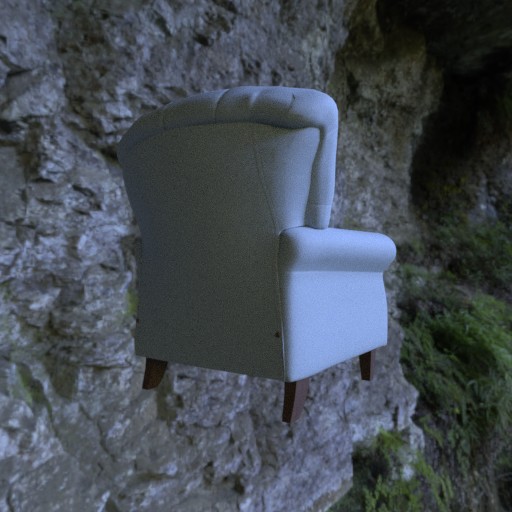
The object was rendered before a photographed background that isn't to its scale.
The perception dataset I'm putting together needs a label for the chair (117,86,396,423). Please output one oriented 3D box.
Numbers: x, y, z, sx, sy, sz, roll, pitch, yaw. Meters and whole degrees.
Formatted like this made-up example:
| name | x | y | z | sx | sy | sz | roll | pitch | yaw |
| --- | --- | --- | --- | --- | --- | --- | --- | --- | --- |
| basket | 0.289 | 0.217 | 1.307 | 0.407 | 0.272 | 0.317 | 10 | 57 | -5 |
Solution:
| name | x | y | z | sx | sy | sz | roll | pitch | yaw |
| --- | --- | --- | --- | --- | --- | --- | --- | --- | --- |
| chair | 0.000 | 0.000 | 2.093 | 1.090 | 1.217 | 1.128 | -1 | -2 | 36 |
